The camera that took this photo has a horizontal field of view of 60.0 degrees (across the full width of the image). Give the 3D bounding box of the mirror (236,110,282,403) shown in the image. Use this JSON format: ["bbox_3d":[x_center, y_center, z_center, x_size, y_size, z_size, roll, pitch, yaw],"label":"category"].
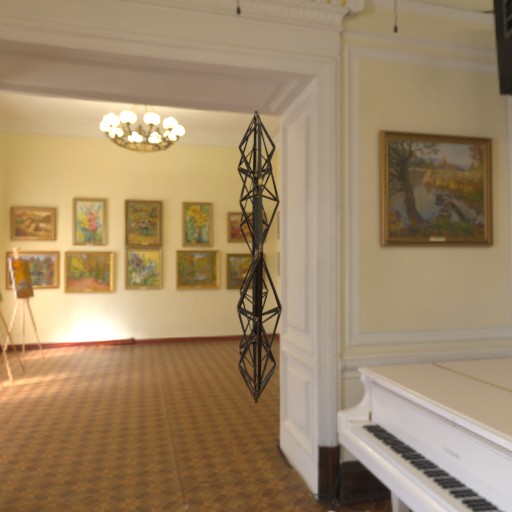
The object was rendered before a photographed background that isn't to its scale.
[{"bbox_3d":[0.000,0.000,1.075,0.094,0.710,0.710,0,-1,-1],"label":"mirror"}]
